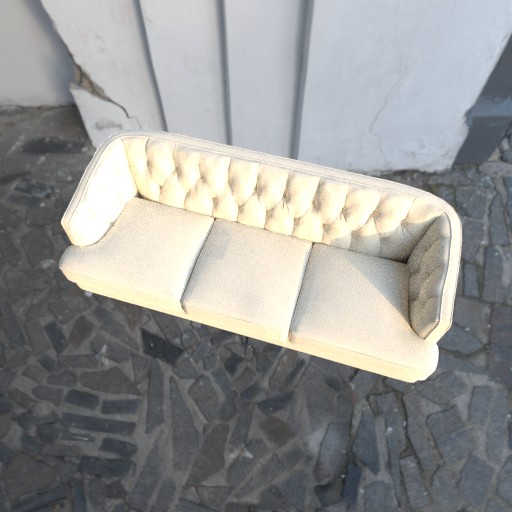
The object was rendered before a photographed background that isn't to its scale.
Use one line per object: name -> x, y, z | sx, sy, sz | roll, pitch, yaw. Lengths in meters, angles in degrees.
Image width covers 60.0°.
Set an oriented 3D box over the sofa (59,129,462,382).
sofa -> 0.000, 0.000, 2.773 | 2.278, 0.855, 0.941 | 14, 60, 9
